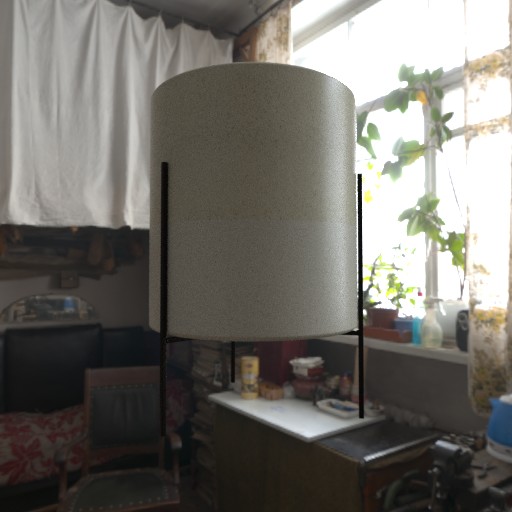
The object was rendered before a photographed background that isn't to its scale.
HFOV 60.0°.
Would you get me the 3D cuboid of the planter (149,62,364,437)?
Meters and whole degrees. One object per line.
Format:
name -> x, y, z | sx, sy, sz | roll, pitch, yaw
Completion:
planter -> 0.000, 0.000, 0.708 | 0.333, 0.483, 0.324 | 0, -2, 16
